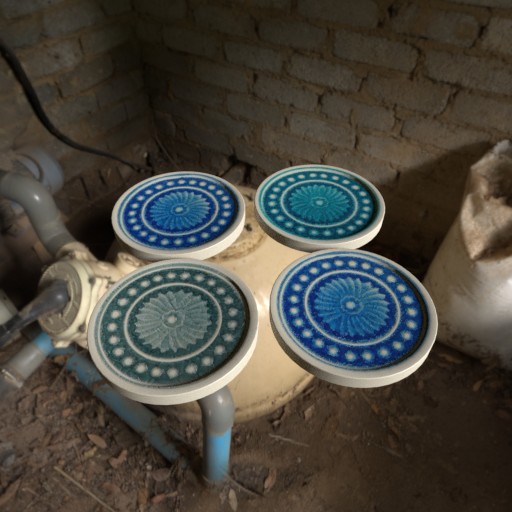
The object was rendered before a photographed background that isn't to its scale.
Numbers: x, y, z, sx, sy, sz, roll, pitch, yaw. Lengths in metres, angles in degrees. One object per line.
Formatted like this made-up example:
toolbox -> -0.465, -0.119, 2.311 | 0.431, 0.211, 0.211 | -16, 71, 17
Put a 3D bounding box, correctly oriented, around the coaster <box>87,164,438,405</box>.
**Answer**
coaster -> 0.000, 0.000, 0.330 | 0.224, 0.010, 0.220 | -4, 45, -4
